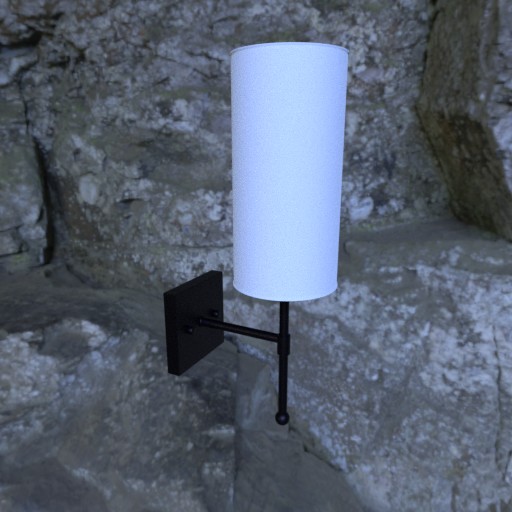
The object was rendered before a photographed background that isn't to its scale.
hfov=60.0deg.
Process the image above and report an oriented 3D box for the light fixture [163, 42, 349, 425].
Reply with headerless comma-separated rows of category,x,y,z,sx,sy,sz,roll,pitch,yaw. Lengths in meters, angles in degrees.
light fixture,0.000,0.000,0.557,0.208,0.462,0.128,8,17,26
